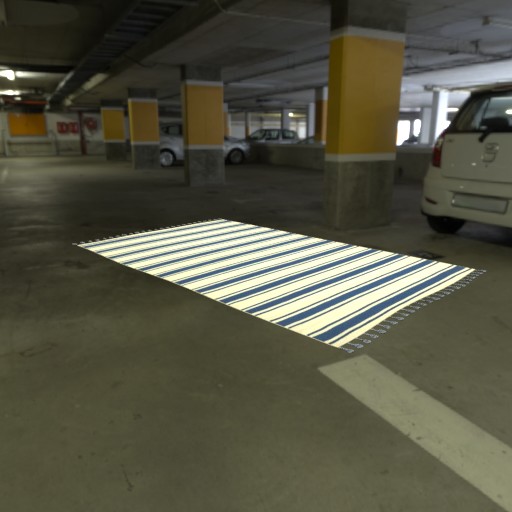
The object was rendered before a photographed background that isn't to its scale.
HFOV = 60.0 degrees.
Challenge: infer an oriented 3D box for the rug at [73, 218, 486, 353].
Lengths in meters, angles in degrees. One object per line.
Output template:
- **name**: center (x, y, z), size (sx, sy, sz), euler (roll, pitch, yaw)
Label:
- **rug**: center (0.000, 0.000, 2.546), size (2.108, 0.009, 1.248), euler (15, 21, 43)
